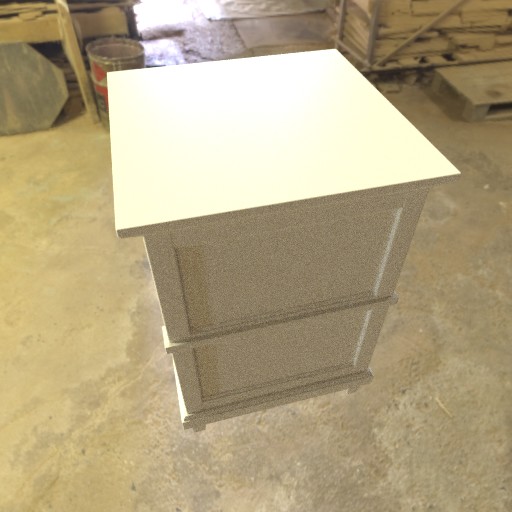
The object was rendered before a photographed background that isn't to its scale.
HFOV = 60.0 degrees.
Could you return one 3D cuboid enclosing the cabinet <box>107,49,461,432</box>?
[{"bbox_3d":[0.000,0.000,1.128,0.547,0.775,0.544,-10,46,-10],"label":"cabinet"}]
